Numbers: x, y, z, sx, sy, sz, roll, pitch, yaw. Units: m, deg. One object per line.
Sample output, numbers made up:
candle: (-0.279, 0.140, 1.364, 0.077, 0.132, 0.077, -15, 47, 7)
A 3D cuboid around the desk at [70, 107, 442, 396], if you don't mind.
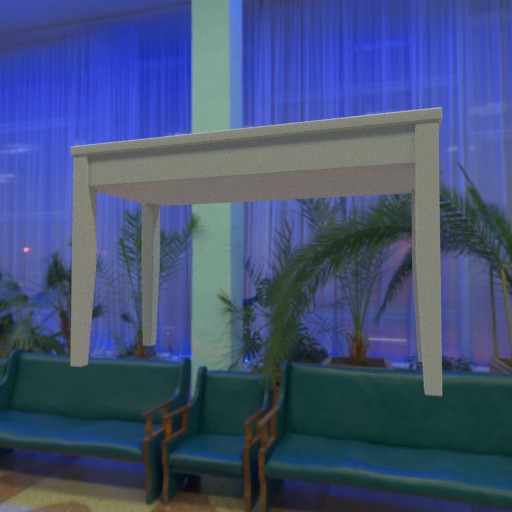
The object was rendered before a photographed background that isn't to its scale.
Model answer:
desk: (0.000, 0.000, 1.610, 1.220, 0.775, 0.508, -1, -2, 18)
